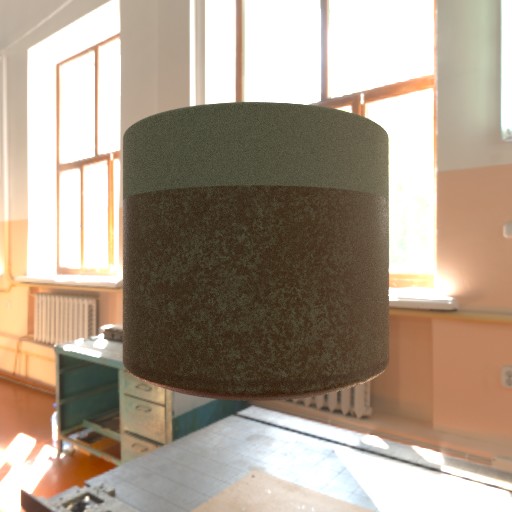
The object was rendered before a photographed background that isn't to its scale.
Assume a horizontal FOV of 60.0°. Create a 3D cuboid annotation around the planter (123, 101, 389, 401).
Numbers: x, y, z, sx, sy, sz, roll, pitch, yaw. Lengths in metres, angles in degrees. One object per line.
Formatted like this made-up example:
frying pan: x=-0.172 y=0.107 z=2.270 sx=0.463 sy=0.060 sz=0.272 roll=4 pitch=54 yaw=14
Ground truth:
planter: x=0.000 y=0.000 z=0.275 sx=0.159 sy=0.138 sz=0.159 roll=0 pitch=0 yaw=0
